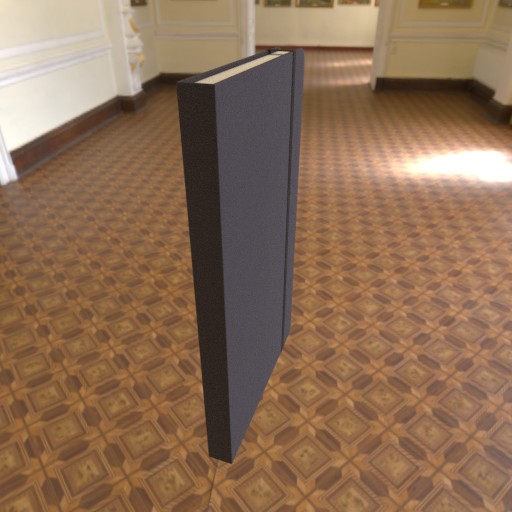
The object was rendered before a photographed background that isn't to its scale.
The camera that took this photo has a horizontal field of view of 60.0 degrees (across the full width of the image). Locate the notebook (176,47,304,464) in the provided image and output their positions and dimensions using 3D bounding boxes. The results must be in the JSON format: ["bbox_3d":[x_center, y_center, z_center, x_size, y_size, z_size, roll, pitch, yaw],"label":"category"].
[{"bbox_3d":[0.000,0.000,0.260,0.016,0.213,0.127,10,33,17],"label":"notebook"}]
